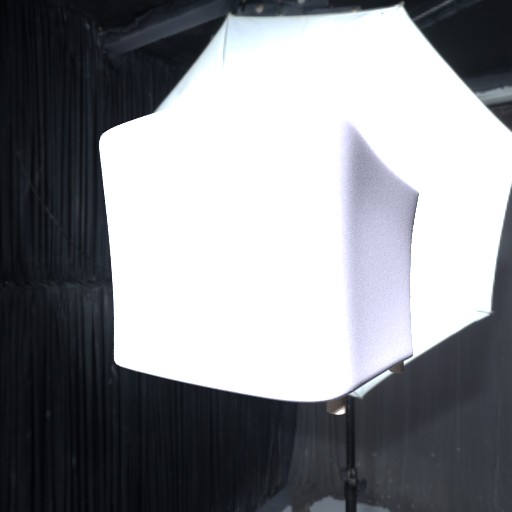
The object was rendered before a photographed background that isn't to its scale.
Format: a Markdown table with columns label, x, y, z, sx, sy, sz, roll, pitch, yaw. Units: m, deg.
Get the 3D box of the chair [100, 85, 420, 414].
| label | x | y | z | sx | sy | sz | roll | pitch | yaw |
| --- | --- | --- | --- | --- | --- | --- | --- | --- | --- |
| chair | 0.000 | 0.000 | 1.340 | 0.790 | 0.720 | 0.700 | 0 | -1 | 35 |
